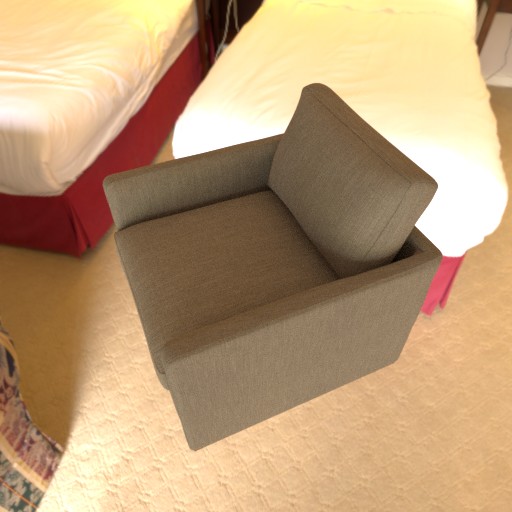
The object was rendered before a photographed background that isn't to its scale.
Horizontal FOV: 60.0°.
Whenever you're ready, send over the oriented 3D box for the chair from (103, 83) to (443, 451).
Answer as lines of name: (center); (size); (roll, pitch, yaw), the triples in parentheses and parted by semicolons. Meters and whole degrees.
chair: (0.000, 0.000, 1.469); (0.834, 0.811, 0.763); (-18, 50, -16)
